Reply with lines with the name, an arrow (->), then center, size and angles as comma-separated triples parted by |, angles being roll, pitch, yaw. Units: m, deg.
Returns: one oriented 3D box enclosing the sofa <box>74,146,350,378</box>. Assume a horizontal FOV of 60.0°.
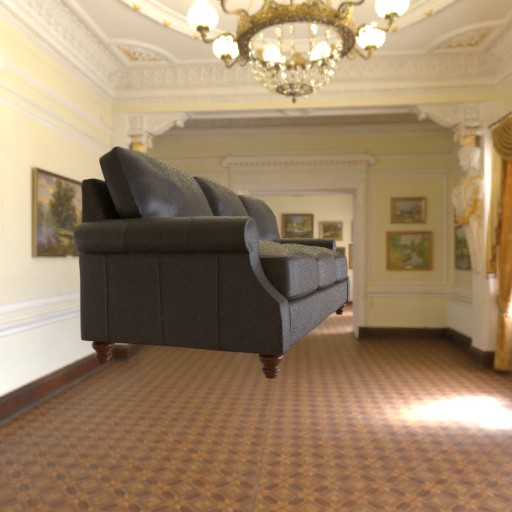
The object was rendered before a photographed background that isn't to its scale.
sofa -> 0.000, 0.000, 2.864 | 0.974, 0.977, 2.387 | 0, 0, 18
